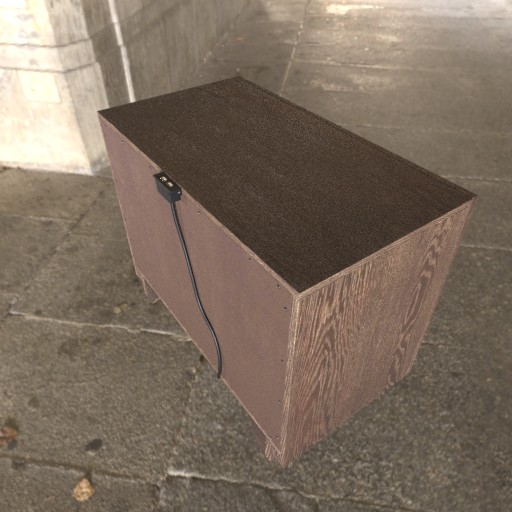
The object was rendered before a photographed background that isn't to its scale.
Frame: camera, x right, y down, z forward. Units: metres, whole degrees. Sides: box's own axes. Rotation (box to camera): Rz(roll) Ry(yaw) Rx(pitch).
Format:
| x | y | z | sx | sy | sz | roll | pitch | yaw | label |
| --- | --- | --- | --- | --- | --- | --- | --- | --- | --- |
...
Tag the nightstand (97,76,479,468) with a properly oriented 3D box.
| x | y | z | sx | sy | sz | roll | pitch | yaw | label |
| --- | --- | --- | --- | --- | --- | --- | --- | --- | --- |
| 0.000 | 0.000 | 1.148 | 0.457 | 0.612 | 0.775 | -25 | 47 | -26 | nightstand |
